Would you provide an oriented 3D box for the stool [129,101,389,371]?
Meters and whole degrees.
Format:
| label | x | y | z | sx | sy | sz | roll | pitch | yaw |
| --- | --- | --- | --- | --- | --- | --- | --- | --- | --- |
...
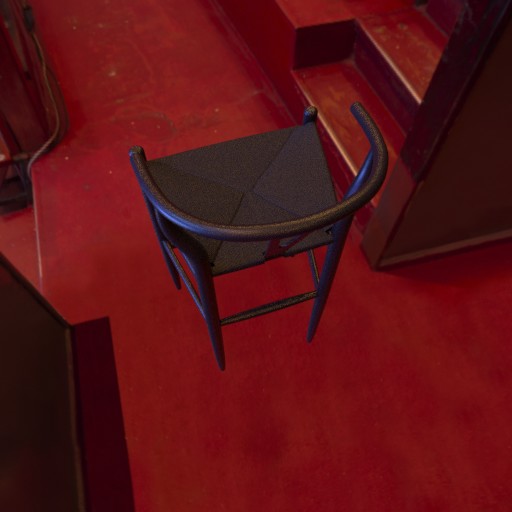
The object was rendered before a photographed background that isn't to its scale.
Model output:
| label | x | y | z | sx | sy | sz | roll | pitch | yaw |
| --- | --- | --- | --- | --- | --- | --- | --- | --- | --- |
| stool | 0.000 | 0.000 | 1.382 | 0.569 | 1.072 | 0.579 | -16 | 59 | -10 |
